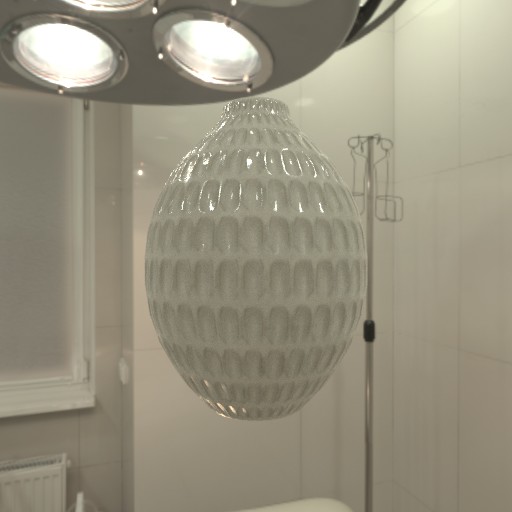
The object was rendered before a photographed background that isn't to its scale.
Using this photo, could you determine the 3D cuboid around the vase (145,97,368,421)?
[{"bbox_3d":[0.000,0.000,0.332,0.162,0.223,0.162,0,0,0],"label":"vase"}]
